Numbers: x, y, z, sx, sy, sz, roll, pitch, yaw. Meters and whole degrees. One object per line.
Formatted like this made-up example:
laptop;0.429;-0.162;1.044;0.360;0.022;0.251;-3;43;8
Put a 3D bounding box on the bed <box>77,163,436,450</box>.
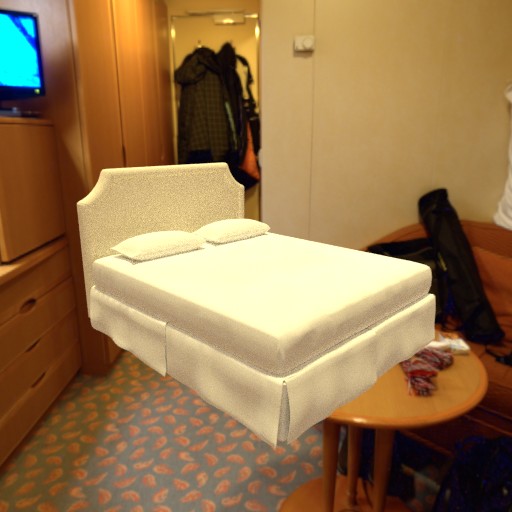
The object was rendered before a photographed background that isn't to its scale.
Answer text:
bed;0.000;0.000;4.269;2.773;1.590;2.350;14;21;43
